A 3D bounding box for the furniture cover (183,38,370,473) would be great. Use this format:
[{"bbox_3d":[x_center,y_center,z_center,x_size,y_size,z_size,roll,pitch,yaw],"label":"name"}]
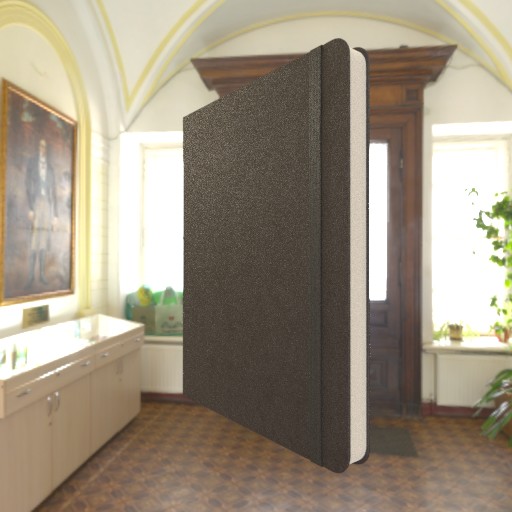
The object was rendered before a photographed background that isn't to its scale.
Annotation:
[{"bbox_3d":[0.000,0.000,0.368,0.023,0.281,0.216,0,0,-38],"label":"furniture cover"}]
